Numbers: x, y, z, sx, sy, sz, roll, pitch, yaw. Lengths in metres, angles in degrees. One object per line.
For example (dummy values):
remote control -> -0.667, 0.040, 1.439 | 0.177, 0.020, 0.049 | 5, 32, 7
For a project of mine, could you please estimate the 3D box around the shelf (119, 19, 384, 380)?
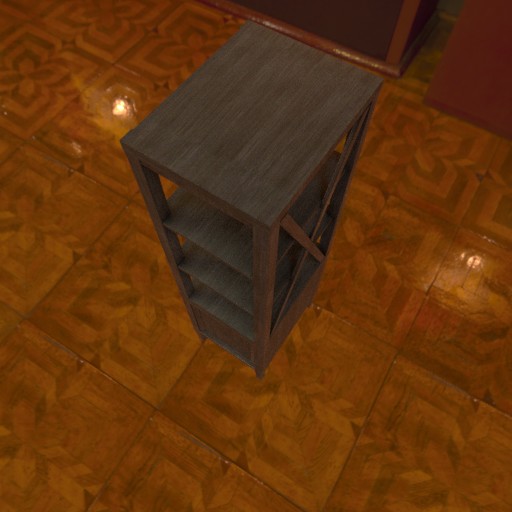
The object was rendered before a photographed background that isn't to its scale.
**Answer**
shelf -> 0.000, 0.000, 1.956 | 0.472, 1.727, 0.584 | 31, 67, 15
